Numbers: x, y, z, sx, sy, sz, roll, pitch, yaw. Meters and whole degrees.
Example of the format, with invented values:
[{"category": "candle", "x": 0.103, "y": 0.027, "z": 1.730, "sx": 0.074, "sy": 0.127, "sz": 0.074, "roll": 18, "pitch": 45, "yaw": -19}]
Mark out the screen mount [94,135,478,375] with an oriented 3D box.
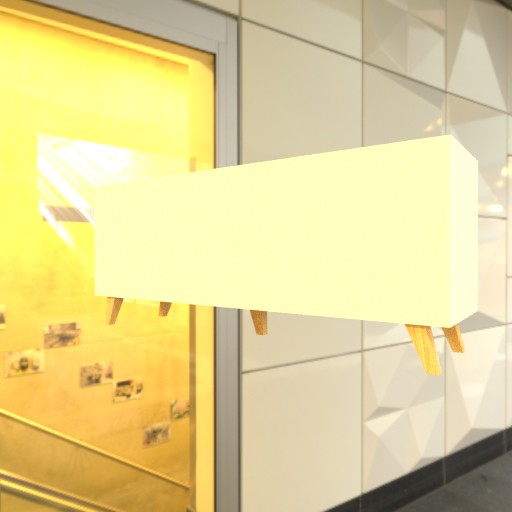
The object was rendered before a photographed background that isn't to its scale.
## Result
[{"category": "screen mount", "x": 0.000, "y": 0.000, "z": 1.714, "sx": 1.490, "sy": 0.619, "sz": 0.400, "roll": 0, "pitch": 0, "yaw": 36}]
